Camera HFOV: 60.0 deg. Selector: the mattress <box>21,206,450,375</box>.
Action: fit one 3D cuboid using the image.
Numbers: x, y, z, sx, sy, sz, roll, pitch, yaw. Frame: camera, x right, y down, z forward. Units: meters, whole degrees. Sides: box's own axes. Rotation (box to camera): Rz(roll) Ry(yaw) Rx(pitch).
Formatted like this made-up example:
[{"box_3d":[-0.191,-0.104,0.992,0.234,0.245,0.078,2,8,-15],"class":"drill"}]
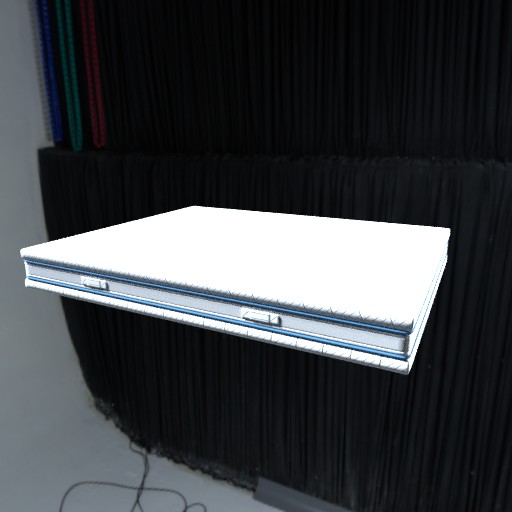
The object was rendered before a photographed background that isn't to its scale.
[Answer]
[{"box_3d":[0.000,0.000,2.630,2.000,0.230,1.600,8,17,26],"class":"mattress"}]
